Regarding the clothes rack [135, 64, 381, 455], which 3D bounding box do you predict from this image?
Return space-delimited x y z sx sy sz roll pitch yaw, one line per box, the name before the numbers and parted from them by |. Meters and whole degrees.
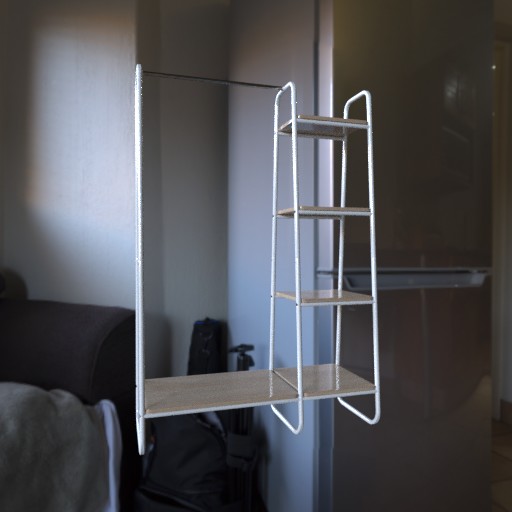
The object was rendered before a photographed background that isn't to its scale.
clothes rack | 0.000 0.000 1.941 1.011 1.500 0.400 0 1 -17
